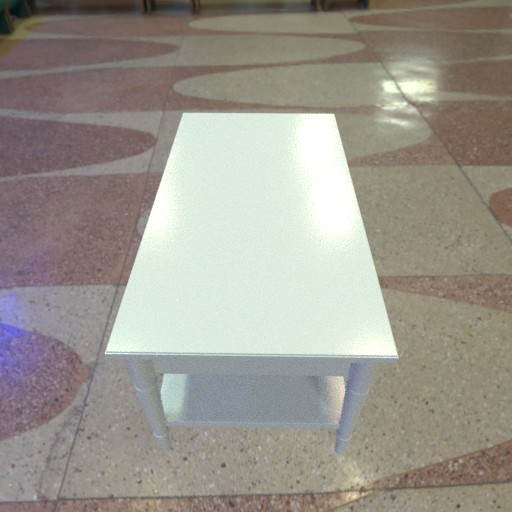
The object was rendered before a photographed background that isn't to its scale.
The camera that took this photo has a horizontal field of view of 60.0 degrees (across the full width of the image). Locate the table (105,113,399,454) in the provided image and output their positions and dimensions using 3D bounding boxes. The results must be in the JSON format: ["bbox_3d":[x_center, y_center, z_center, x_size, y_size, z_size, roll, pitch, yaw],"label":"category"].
[{"bbox_3d":[0.000,0.000,1.387,0.559,0.457,1.067,1,42,1],"label":"table"}]
